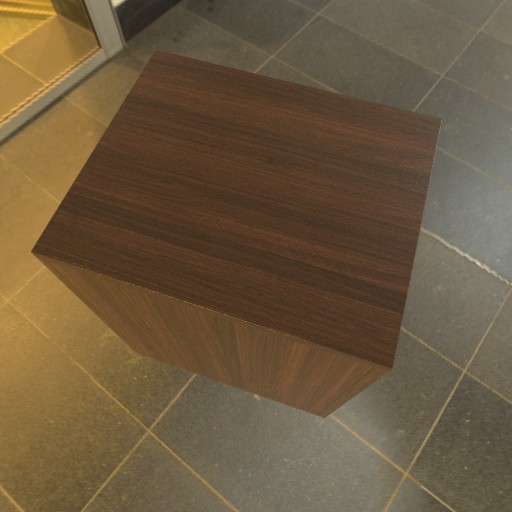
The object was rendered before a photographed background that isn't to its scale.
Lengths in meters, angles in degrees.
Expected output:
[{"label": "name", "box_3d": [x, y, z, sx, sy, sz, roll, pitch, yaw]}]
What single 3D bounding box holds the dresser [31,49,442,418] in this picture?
[{"label": "dresser", "box_3d": [0.000, 0.000, 0.743, 0.400, 0.470, 0.360, 17, 66, 8]}]
